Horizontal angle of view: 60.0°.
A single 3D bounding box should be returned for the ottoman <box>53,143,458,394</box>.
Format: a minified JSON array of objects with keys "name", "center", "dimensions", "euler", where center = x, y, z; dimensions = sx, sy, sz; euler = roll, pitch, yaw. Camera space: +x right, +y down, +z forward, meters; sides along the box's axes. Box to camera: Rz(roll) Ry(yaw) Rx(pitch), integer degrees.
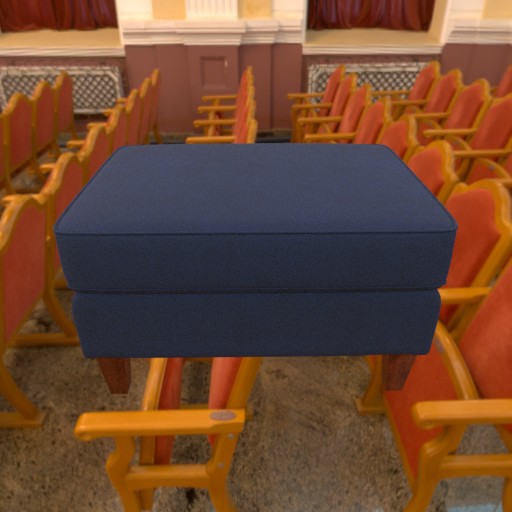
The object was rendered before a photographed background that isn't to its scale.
[{"name":"ottoman","center":[0.000,0.000,1.415],"dimensions":[0.965,0.584,0.686],"euler":[0,31,-1]}]
